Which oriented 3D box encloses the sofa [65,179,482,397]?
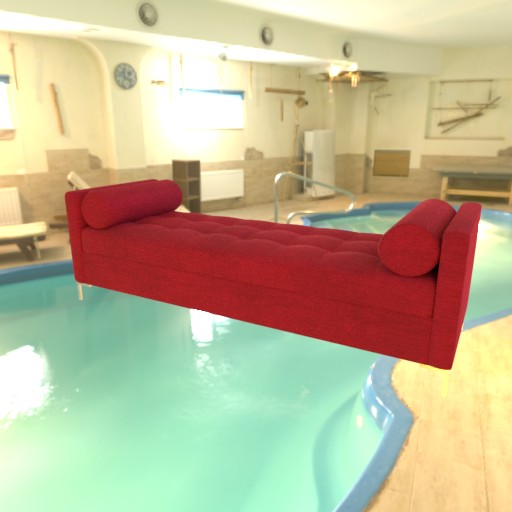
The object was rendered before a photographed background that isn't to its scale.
[{"bbox_3d":[0.000,0.000,2.276,1.981,0.635,0.686,9,19,28],"label":"sofa"}]
